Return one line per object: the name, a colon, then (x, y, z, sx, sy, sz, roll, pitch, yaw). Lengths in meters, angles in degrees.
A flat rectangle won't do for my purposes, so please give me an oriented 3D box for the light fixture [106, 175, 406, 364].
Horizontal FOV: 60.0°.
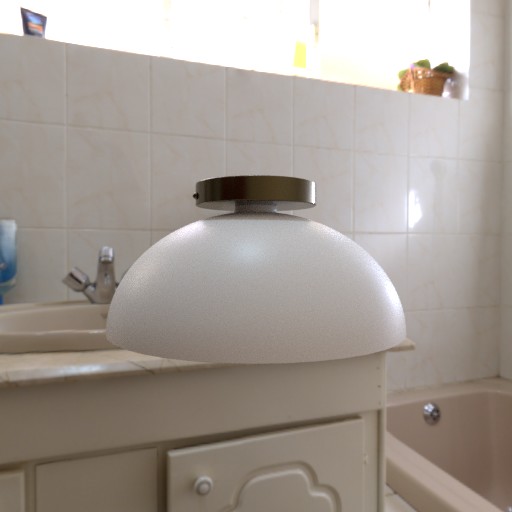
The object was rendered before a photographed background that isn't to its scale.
light fixture: (0.000, 0.000, 0.551, 0.355, 0.177, 0.355, 0, 1, 0)
